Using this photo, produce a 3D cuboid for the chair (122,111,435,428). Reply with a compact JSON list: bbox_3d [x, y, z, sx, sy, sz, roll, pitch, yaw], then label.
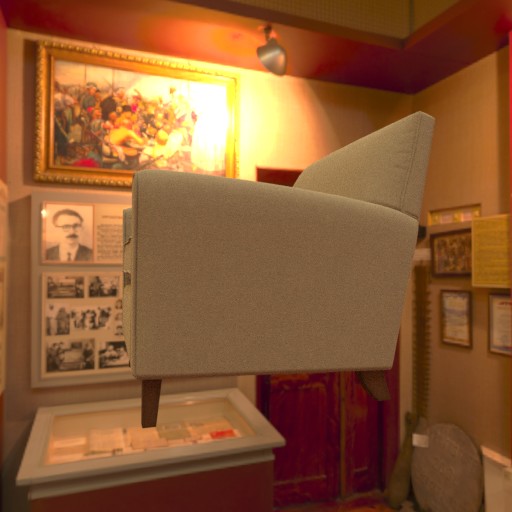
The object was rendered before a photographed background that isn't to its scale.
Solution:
[{"bbox_3d":[0.000,0.000,1.530,0.871,0.846,0.840,0,-1,-18],"label":"chair"}]
